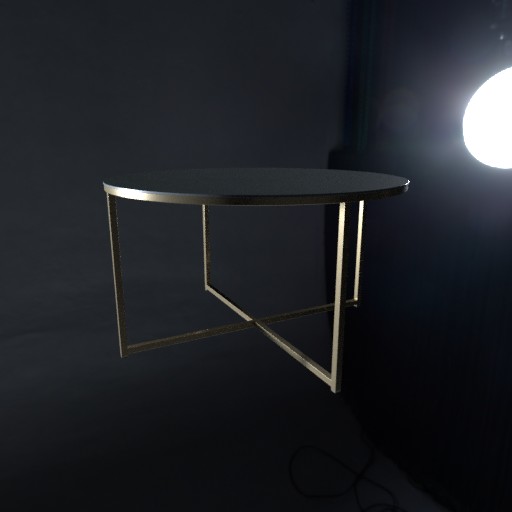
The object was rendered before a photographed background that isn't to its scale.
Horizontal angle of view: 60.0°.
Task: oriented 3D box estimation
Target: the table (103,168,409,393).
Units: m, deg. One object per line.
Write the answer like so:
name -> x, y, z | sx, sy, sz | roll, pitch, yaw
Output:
table -> 0.000, 0.000, 1.280 | 0.800, 0.450, 0.800 | 0, 15, 0
